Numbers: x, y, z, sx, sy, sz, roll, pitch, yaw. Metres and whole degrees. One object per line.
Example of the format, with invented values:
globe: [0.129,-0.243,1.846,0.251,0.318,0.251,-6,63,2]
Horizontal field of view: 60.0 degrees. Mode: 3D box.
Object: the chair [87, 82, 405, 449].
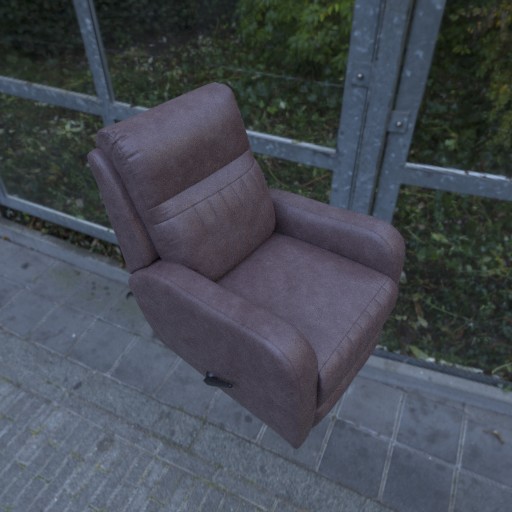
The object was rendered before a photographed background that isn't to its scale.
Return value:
chair: [0.000,0.000,1.817,1.067,1.067,0.865,28,49,27]
